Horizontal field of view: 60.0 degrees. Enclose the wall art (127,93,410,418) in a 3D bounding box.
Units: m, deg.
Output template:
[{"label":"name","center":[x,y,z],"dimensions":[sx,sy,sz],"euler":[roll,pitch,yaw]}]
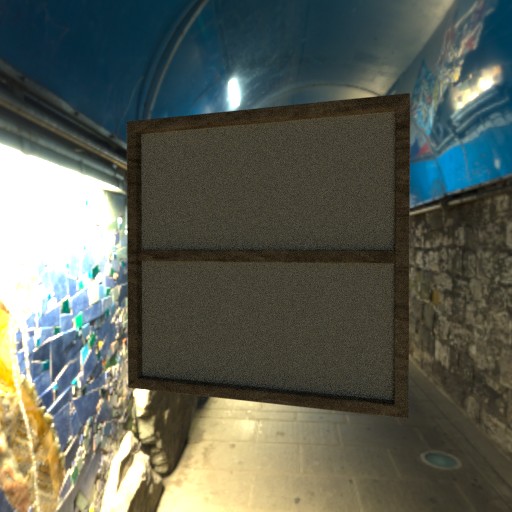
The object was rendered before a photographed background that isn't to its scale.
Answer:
[{"label":"wall art","center":[0.000,0.000,1.142],"dimensions":[0.747,0.747,0.035],"euler":[0,1,18]}]
